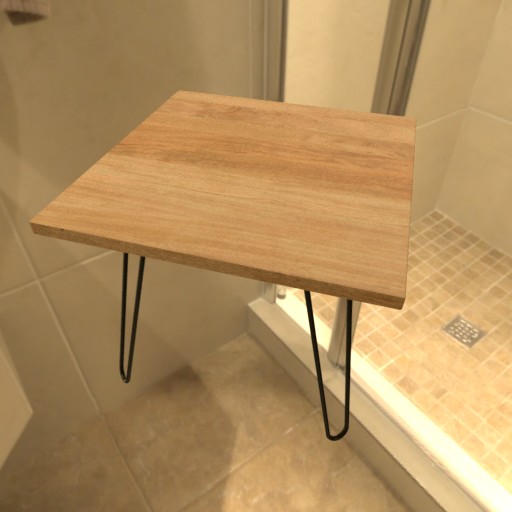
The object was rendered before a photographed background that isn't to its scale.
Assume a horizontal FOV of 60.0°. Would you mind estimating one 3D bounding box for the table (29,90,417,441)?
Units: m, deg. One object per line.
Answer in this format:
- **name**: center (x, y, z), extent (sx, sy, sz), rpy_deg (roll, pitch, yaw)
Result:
- **table**: center (0.000, 0.000, 1.040), extent (0.599, 0.500, 0.599), rpy_deg (11, 42, 12)
